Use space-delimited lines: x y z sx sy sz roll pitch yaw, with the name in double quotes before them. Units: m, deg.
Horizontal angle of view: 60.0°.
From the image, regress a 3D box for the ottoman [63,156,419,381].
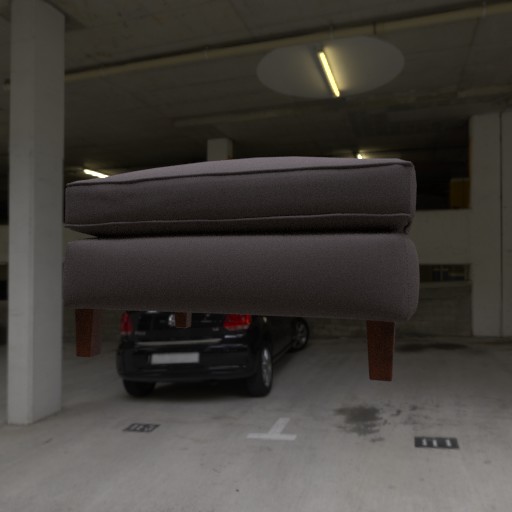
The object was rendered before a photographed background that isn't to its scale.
"ottoman" 0.000 0.000 1.005 0.686 0.406 0.508 0 -1 18
